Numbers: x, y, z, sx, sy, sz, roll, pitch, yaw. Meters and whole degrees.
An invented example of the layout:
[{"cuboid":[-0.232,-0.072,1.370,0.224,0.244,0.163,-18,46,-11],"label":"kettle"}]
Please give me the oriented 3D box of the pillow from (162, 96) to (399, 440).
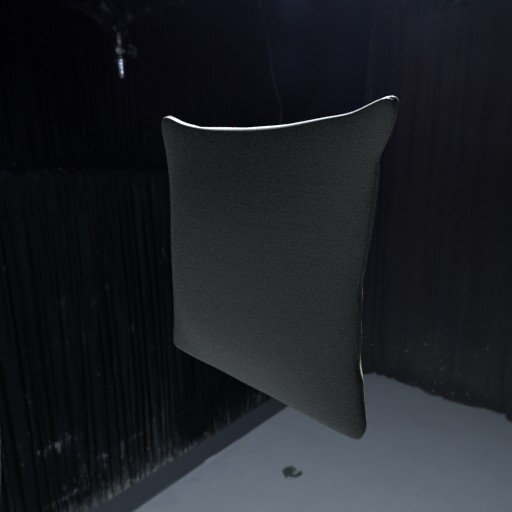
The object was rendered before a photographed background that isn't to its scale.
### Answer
[{"cuboid":[0.000,0.000,0.703,0.451,0.449,0.191,13,19,43],"label":"pillow"}]
